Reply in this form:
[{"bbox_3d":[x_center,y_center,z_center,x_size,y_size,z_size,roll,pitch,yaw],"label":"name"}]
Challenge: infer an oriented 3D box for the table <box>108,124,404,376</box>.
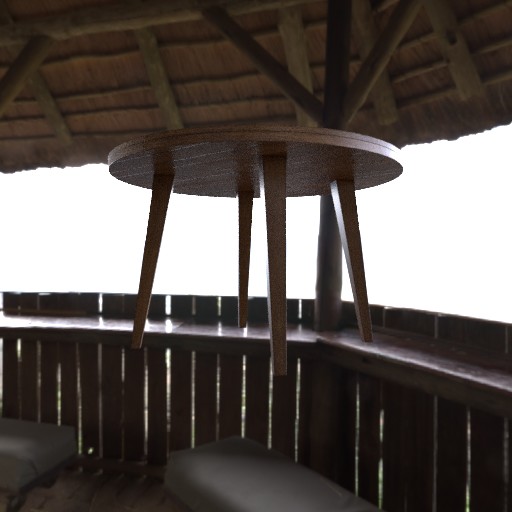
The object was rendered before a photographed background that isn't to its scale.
[{"bbox_3d":[0.000,0.000,1.912,1.213,0.764,1.213,0,-1,0],"label":"table"}]
